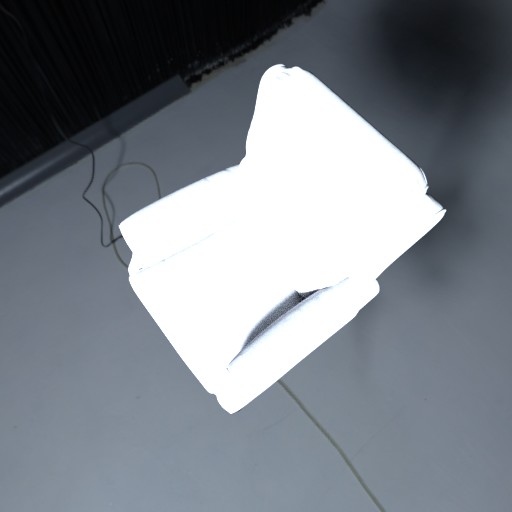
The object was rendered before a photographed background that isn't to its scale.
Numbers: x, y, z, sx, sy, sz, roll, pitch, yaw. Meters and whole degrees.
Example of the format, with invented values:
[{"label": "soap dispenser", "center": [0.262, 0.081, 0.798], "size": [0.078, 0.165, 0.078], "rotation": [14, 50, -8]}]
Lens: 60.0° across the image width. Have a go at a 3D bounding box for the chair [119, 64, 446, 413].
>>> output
[{"label": "chair", "center": [0.000, 0.000, 1.767], "size": [0.919, 1.046, 0.859], "rotation": [-35, 70, -15]}]
